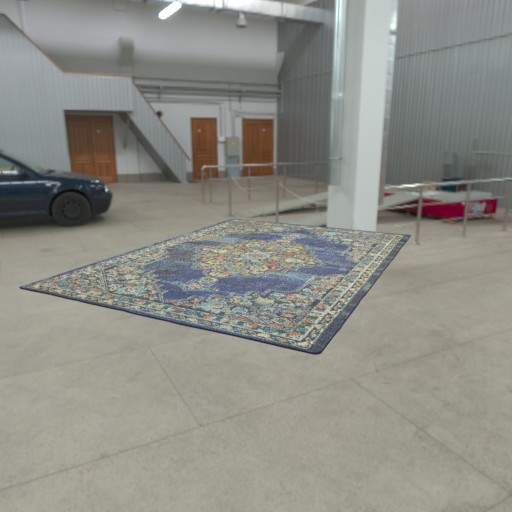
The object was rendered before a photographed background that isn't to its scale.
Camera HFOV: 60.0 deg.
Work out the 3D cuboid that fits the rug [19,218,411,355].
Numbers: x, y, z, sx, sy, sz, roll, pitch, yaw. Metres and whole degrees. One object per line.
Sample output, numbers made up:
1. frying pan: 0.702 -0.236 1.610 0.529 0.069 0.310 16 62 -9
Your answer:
1. rug: 0.000 0.000 2.890 1.630 0.009 2.232 7 17 26
